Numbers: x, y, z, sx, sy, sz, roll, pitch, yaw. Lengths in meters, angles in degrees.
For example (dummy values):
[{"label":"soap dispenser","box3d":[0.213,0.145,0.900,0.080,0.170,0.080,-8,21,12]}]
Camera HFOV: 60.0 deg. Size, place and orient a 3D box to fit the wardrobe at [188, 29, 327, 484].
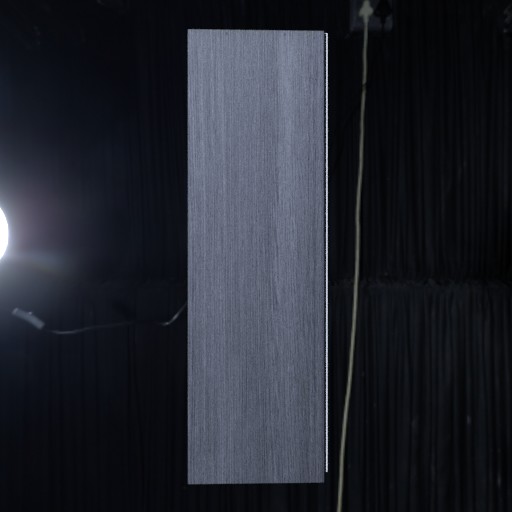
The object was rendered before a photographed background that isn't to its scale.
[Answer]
[{"label":"wardrobe","box3d":[0.000,0.000,2.801,0.629,1.960,1.780,0,0,-1]}]
